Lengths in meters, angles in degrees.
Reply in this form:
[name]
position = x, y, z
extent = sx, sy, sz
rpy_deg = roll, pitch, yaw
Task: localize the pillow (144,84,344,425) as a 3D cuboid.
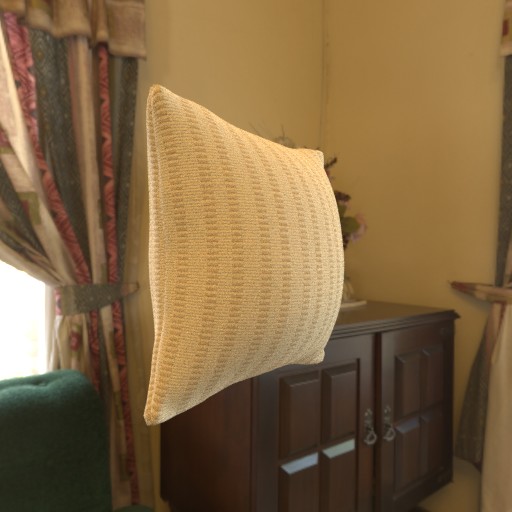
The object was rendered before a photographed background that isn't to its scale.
[pillow]
position = 0.000, 0.000, 0.711
extent = 0.247, 0.419, 0.438
rpy_deg = 0, -1, 36
